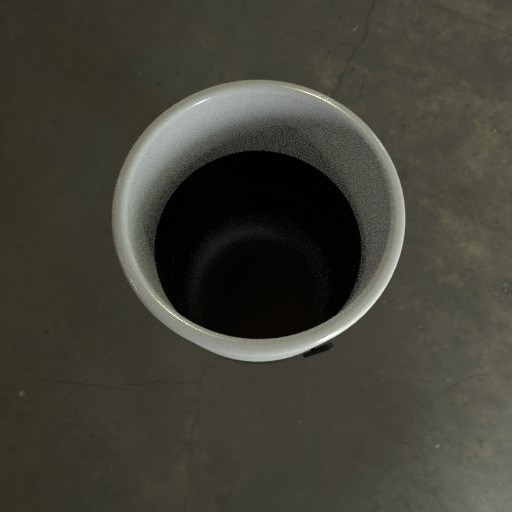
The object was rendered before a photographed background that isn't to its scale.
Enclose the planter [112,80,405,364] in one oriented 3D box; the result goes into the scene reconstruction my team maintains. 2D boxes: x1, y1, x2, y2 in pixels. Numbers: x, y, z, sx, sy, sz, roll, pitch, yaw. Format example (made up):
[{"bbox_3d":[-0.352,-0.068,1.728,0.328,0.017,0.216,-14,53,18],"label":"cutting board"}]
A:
[{"bbox_3d":[0.000,0.000,0.658,0.310,0.432,0.310,11,75,3],"label":"planter"}]
